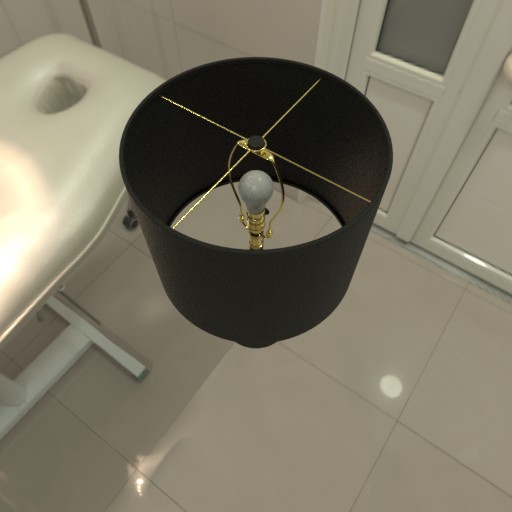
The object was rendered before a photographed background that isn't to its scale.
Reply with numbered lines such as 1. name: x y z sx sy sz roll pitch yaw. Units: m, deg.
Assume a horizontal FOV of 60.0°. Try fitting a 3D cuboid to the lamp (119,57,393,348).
1. lamp: 0.000 0.000 0.833 0.359 0.584 0.359 31 63 18
